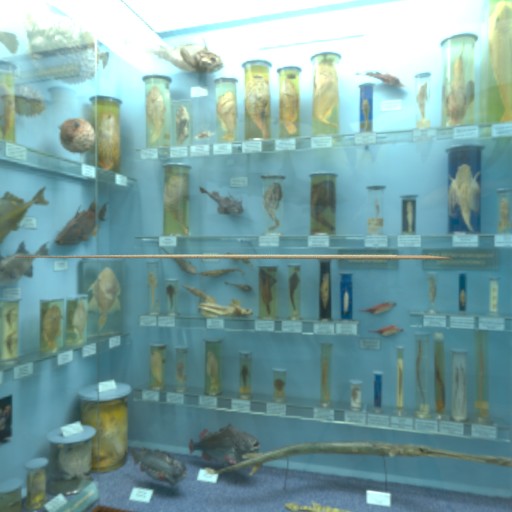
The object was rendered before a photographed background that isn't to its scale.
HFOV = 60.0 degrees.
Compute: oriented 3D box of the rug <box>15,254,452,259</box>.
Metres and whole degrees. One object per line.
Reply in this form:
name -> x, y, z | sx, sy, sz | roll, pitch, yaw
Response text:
rug -> 0.000, 0.000, 4.039 | 3.048, 0.014, 2.438 | 0, 0, 18
